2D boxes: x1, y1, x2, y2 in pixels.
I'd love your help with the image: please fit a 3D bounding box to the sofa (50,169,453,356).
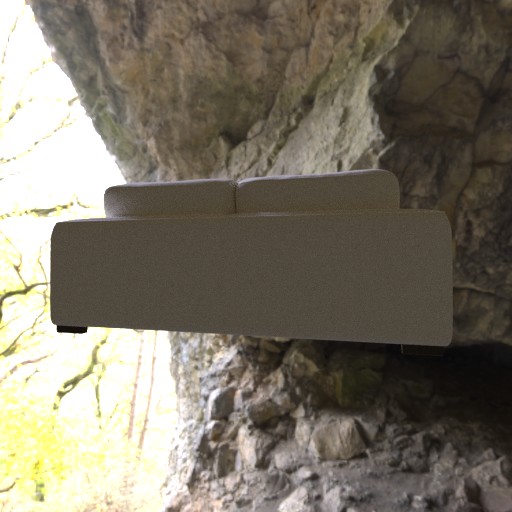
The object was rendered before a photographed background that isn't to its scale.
[{"bbox_3d":[0.000,0.000,2.492,1.920,0.801,1.069,0,0,17],"label":"sofa"}]
